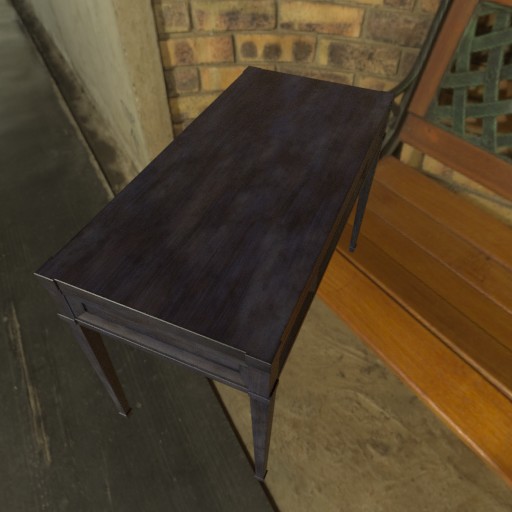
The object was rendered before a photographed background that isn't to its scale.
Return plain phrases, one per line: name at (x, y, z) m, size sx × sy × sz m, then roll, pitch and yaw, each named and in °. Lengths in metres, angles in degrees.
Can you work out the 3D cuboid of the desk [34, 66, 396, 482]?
desk at (0.000, 0.000, 1.720) m, size 0.630 × 0.861 × 1.289 m, roll 18°, pitch 49°, yaw 16°
